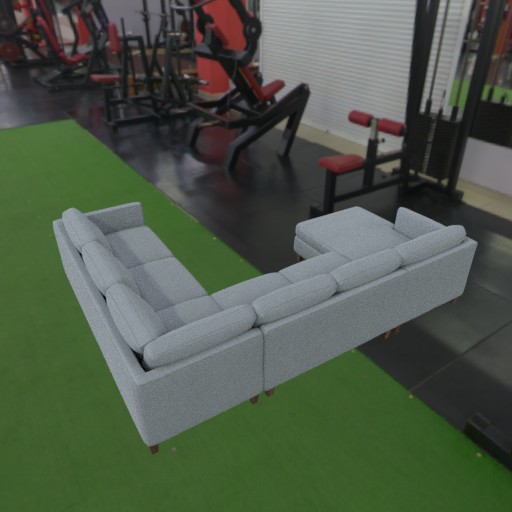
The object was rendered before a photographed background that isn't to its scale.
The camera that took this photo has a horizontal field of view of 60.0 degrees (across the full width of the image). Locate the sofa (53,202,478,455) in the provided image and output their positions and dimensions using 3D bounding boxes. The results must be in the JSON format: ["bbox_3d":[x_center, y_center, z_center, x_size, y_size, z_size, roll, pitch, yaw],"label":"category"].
[{"bbox_3d":[0.000,0.000,4.341,3.238,0.853,2.551,-18,36,-27],"label":"sofa"}]
